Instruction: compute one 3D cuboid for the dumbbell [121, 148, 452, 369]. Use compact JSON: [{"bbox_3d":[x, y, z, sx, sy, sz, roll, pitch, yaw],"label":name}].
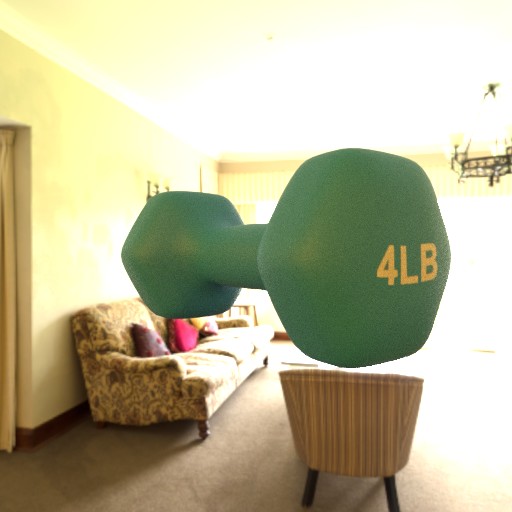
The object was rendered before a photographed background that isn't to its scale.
[{"bbox_3d":[0.000,0.000,0.190,0.074,0.066,0.152,-1,1,-36],"label":"dumbbell"}]
